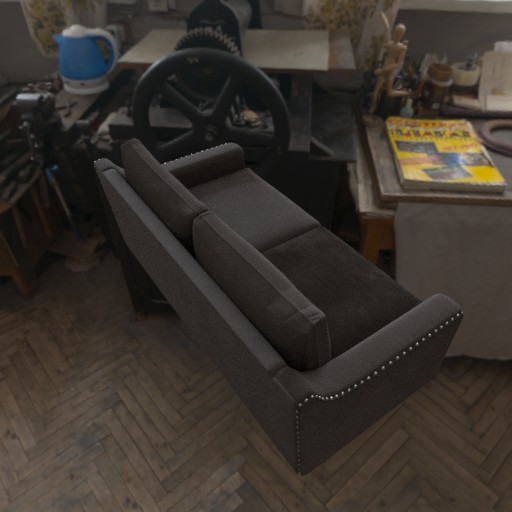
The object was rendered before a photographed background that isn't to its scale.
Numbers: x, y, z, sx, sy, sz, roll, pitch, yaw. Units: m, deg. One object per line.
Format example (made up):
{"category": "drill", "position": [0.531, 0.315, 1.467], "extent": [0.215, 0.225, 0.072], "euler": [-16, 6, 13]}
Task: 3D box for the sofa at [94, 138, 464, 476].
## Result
{"category": "sofa", "position": [0.000, 0.000, 3.225], "extent": [1.336, 1.196, 2.550], "euler": [-25, 48, -25]}
